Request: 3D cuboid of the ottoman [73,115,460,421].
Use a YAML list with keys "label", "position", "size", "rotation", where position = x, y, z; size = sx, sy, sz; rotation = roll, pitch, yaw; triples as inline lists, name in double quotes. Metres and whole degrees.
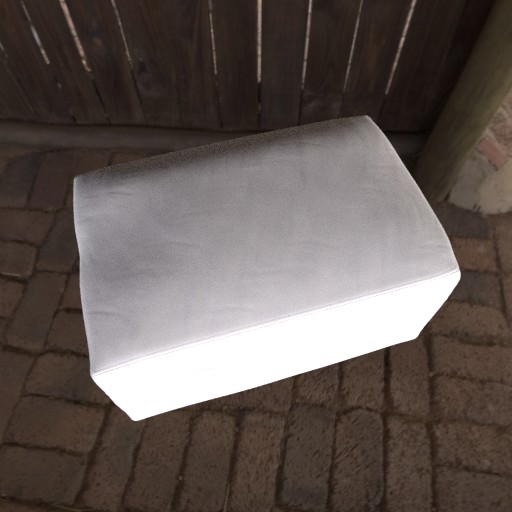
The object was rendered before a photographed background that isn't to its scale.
- label: "ottoman"
  position: [0.000, 0.000, 1.224]
  size: [0.872, 0.444, 0.590]
  rotation: [-14, 59, -9]
